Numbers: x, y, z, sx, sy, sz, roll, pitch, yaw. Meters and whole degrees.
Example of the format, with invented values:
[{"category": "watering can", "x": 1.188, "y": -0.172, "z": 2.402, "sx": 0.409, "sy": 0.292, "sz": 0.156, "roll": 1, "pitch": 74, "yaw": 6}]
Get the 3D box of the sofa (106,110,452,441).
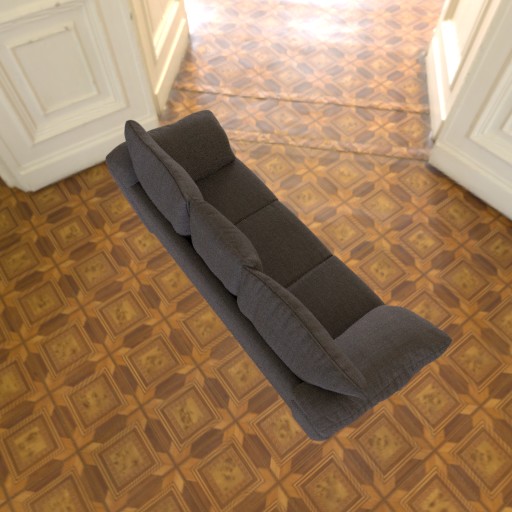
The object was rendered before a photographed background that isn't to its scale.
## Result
[{"category": "sofa", "x": 0.000, "y": 0.000, "z": 2.869, "sx": 0.883, "sy": 1.080, "sz": 2.336, "roll": -33, "pitch": 65, "yaw": -18}]
